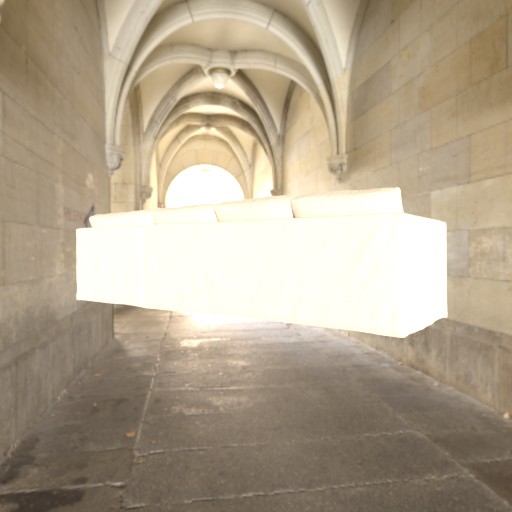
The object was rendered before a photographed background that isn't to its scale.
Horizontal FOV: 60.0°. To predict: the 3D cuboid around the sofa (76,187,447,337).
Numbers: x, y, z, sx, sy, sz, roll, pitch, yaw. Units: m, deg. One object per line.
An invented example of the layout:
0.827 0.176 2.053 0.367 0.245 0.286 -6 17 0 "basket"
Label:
0.000 0.000 3.993 3.206 0.871 1.622 1 1 36 "sofa"
